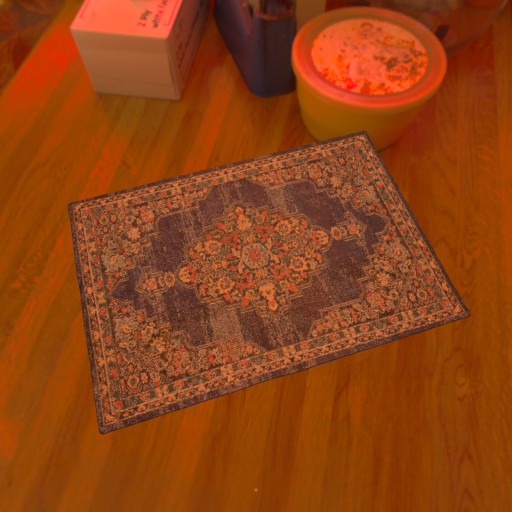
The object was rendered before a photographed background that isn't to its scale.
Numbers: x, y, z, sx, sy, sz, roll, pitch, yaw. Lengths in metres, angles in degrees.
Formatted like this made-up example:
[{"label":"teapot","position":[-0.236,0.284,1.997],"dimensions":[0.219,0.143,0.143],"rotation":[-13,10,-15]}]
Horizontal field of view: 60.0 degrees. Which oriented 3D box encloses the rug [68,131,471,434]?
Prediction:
[{"label":"rug","position":[0.000,0.000,3.754],"dimensions":[2.940,0.011,2.053],"rotation":[-16,63,-8]}]
